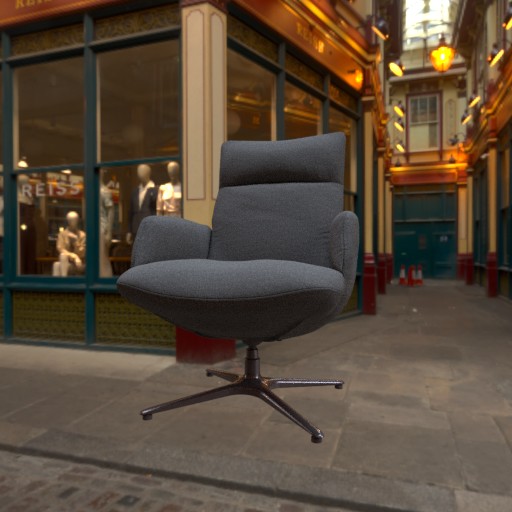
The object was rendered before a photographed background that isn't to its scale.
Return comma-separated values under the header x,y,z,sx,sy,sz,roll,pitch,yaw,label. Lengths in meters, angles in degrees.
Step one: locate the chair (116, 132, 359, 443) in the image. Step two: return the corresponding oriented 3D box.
x,y,z,sx,sy,sz,roll,pitch,yaw,label
0.000,0.000,1.527,0.702,0.984,0.831,0,1,18,chair
